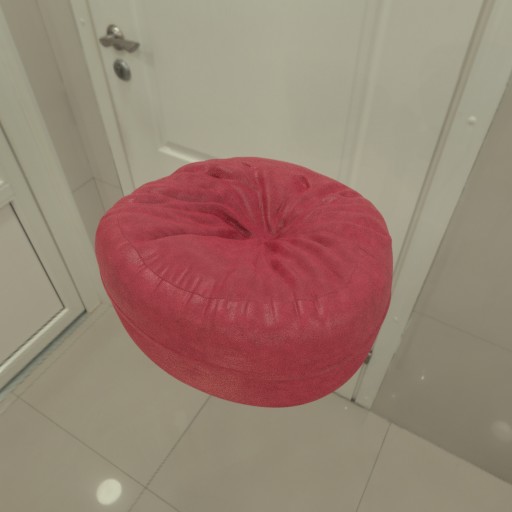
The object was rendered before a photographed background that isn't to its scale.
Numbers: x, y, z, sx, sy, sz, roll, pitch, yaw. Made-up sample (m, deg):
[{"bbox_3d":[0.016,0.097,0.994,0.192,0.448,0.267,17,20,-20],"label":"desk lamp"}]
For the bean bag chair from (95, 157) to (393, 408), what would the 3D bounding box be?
[{"bbox_3d":[0.000,0.000,2.461,1.524,0.878,1.524,23,51,20],"label":"bean bag chair"}]
